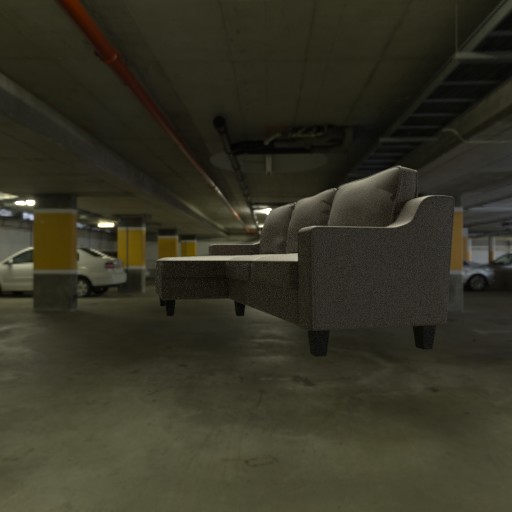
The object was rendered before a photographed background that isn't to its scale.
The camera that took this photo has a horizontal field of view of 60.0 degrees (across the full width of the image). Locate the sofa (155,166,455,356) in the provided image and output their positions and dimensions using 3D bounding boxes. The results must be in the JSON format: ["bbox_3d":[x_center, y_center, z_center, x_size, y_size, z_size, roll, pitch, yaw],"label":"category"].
[{"bbox_3d":[0.000,0.000,3.204,1.294,0.928,2.561,0,0,-16],"label":"sofa"}]
